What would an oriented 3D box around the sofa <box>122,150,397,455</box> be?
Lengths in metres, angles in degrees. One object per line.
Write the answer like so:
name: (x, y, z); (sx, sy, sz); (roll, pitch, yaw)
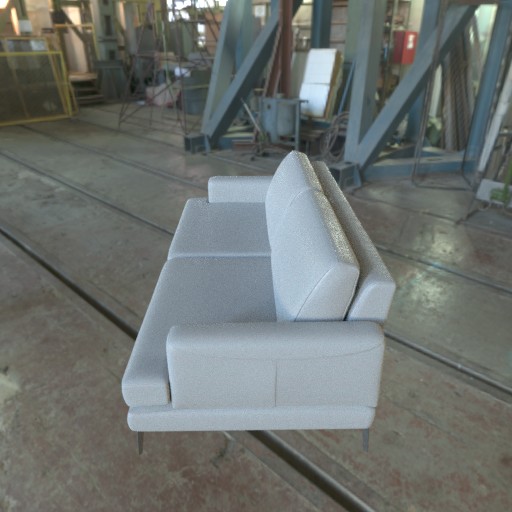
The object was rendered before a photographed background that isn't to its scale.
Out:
sofa: (0.000, 0.000, 2.377); (0.974, 0.765, 1.940); (0, 27, -1)
